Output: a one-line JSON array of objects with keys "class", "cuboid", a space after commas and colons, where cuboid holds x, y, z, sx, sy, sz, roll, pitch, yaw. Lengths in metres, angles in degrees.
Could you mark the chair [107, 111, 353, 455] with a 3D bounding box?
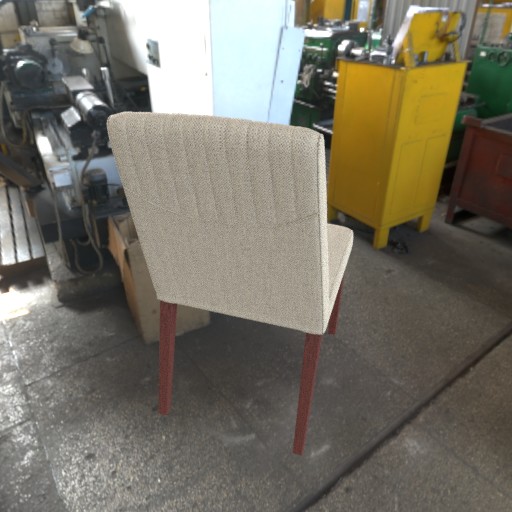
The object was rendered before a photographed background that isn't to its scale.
[{"class": "chair", "cuboid": [0.000, 0.000, 1.249, 0.480, 0.900, 0.594, 10, 33, 16]}]
